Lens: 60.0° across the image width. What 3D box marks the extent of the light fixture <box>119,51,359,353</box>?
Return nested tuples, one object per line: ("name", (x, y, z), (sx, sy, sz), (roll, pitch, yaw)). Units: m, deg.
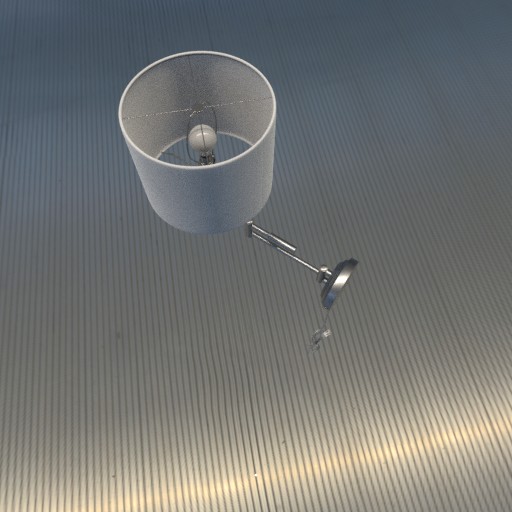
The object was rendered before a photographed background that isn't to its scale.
("light fixture", (0.000, 0.000, 1.061), (0.479, 0.842, 0.253), (31, 68, 14))
